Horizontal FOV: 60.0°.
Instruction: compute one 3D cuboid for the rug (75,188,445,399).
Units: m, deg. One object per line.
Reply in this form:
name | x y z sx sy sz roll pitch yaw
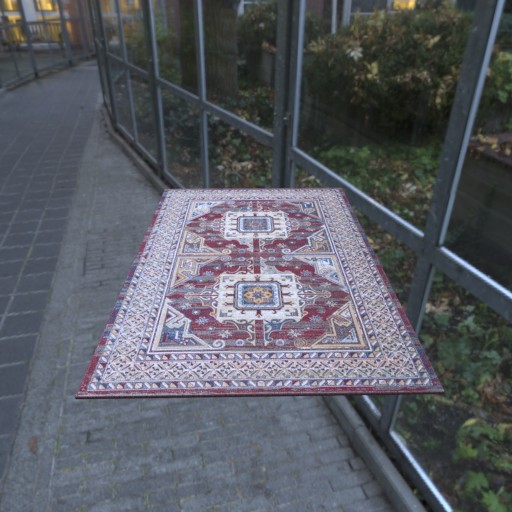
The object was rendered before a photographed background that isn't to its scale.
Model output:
rug | 0.000 0.000 5.616 3.033 0.033 4.578 -1 30 -1
